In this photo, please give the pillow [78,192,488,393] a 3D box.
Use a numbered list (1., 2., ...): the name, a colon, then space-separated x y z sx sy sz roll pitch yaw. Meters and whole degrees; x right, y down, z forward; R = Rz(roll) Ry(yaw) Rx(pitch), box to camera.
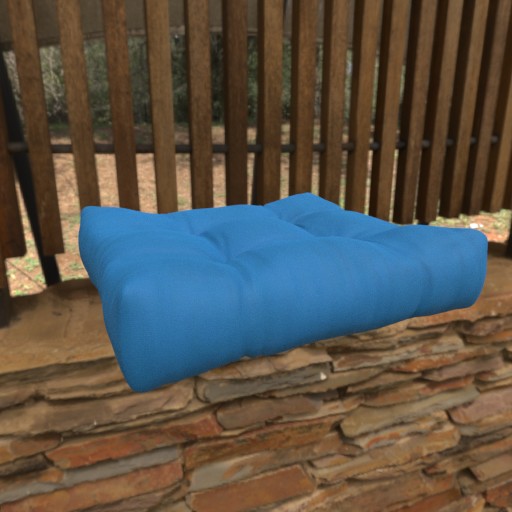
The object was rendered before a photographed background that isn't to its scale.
1. pillow: 0.000 0.000 0.691 0.490 0.128 0.468 -8 18 -24
